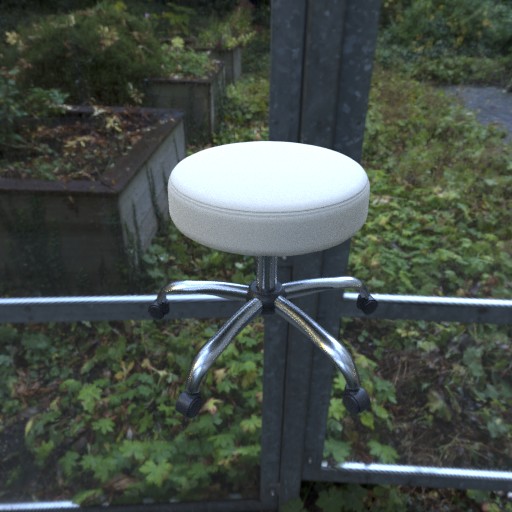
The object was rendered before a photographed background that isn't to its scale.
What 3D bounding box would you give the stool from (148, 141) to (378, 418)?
[{"bbox_3d":[0.000,0.000,1.061,0.614,0.482,0.634,8,31,14],"label":"stool"}]
